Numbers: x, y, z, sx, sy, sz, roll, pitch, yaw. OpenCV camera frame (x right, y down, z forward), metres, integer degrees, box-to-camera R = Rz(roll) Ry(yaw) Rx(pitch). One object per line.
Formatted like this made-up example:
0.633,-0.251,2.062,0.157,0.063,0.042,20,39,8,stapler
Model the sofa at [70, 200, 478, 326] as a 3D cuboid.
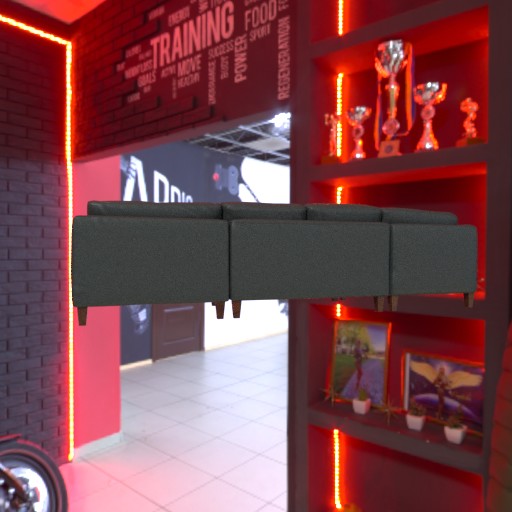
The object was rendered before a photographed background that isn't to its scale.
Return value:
0.000,0.000,4.721,3.460,0.923,2.593,0,1,-17,sofa
